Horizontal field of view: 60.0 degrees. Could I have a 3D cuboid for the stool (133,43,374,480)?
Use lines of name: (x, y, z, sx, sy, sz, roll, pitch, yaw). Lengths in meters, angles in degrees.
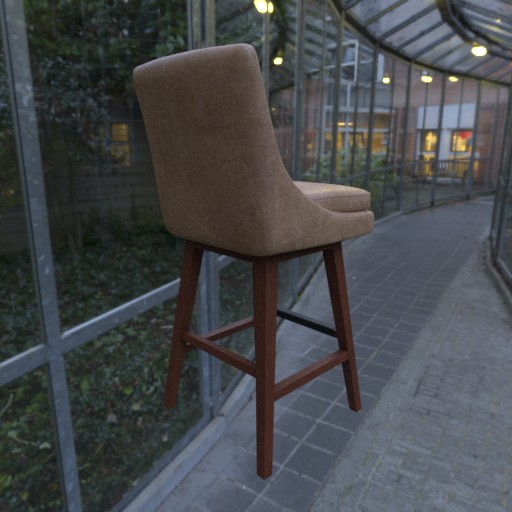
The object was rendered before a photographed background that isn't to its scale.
stool: (0.000, 0.000, 1.361, 0.572, 1.079, 0.487, -14, 20, -43)
